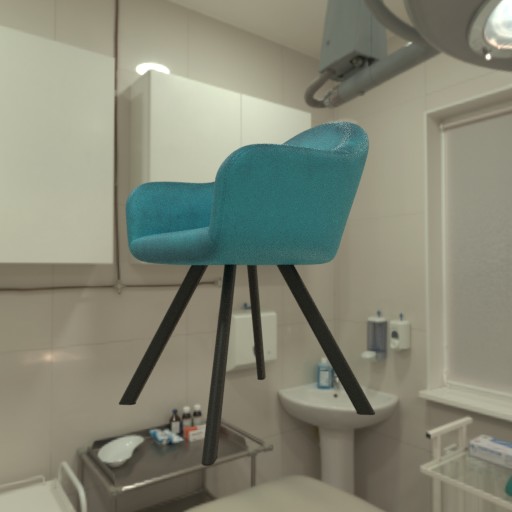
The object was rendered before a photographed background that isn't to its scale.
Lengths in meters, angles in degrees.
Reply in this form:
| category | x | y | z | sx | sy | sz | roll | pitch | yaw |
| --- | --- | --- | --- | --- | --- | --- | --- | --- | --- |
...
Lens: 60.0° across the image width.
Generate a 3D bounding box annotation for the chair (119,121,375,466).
| category | x | y | z | sx | sy | sz | roll | pitch | yaw |
| --- | --- | --- | --- | --- | --- | --- | --- | --- | --- |
| chair | 0.000 | 0.000 | 1.167 | 0.570 | 0.780 | 0.540 | 1 | -2 | -36 |
